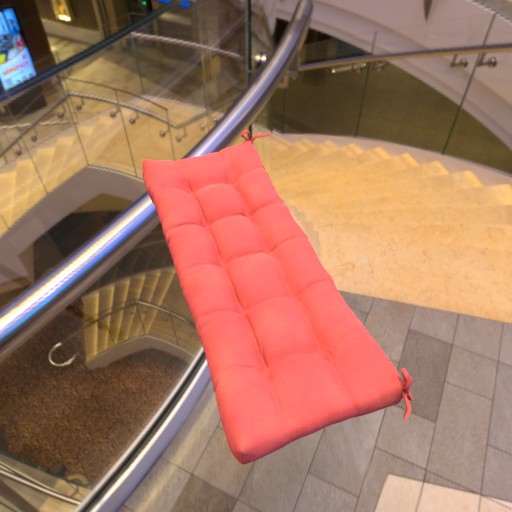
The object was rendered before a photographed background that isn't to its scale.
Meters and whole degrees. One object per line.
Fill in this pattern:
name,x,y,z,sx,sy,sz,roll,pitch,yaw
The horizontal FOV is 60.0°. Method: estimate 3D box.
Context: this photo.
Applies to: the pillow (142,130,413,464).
pillow,0.000,0.000,1.377,0.511,0.174,1.194,-15,50,-13
